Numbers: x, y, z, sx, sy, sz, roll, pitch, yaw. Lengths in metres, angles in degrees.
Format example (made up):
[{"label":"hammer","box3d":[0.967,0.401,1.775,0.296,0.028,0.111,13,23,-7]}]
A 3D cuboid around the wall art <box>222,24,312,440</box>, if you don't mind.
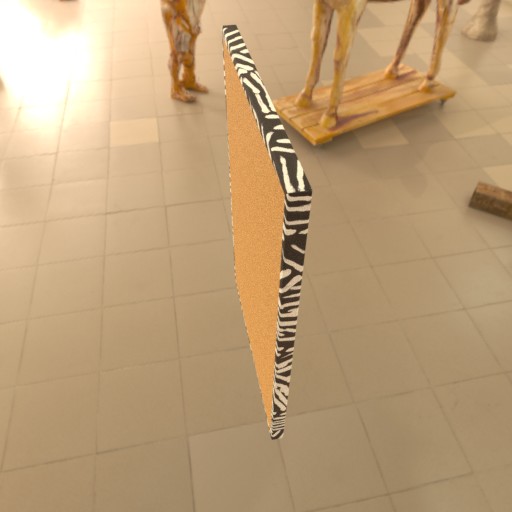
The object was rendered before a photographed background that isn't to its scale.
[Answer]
[{"label":"wall art","box3d":[0.000,0.000,1.154,0.035,0.918,0.615,-9,48,-8]}]
